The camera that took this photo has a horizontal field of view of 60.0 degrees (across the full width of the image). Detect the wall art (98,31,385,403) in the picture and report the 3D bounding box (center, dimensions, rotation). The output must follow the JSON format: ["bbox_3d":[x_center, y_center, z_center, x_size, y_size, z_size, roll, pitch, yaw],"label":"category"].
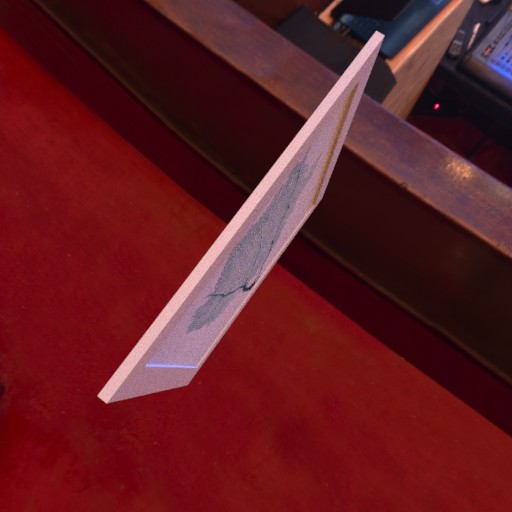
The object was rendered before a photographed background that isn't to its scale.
[{"bbox_3d":[0.000,0.000,0.812,0.015,0.577,0.572,35,78,8],"label":"wall art"}]
